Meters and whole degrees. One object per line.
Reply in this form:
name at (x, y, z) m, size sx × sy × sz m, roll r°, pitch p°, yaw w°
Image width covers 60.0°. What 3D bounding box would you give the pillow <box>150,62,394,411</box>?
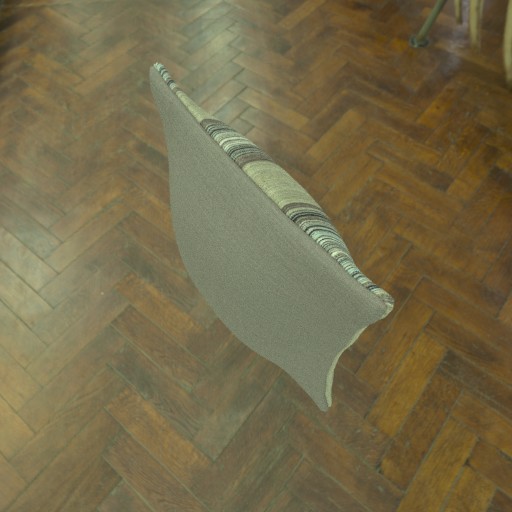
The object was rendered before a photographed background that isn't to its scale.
pillow at (0.000, 0.000, 0.664) m, size 0.189 × 0.416 × 0.435 m, roll -32°, pitch 64°, yaw -18°
